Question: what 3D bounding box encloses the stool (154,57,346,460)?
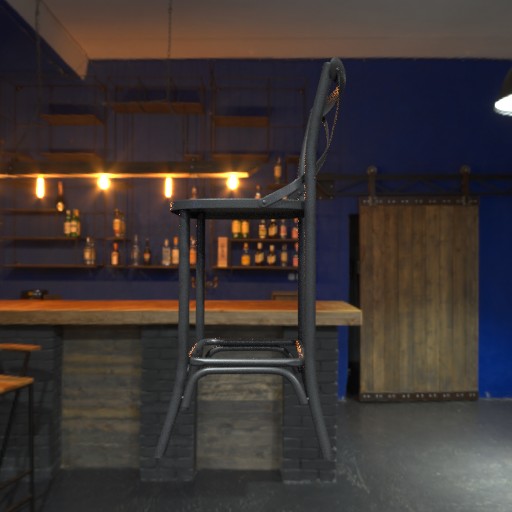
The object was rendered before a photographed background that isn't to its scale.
[{"bbox_3d":[0.000,0.000,1.481,0.584,1.168,0.457,0,0,2],"label":"stool"}]
